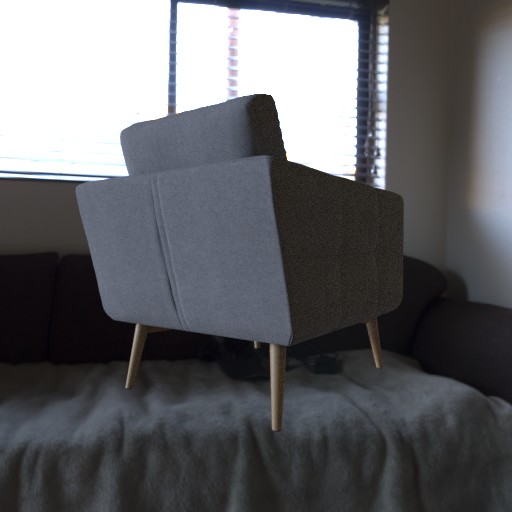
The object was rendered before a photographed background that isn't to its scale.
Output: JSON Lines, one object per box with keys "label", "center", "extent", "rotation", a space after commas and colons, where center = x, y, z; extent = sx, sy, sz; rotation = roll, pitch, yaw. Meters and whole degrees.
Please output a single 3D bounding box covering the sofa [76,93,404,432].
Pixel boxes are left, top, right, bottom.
{"label": "sofa", "center": [0.000, 0.000, 1.530], "extent": [0.770, 0.860, 0.920], "rotation": [1, 1, 36]}
